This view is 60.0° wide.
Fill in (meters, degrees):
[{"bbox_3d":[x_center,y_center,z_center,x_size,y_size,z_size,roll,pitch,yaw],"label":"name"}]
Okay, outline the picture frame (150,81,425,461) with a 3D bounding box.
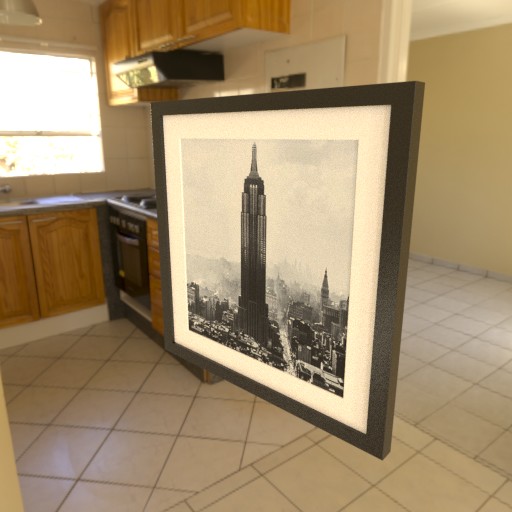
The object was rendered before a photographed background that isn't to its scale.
[{"bbox_3d":[0.000,0.000,0.812,0.559,0.557,0.029,13,20,40],"label":"picture frame"}]
